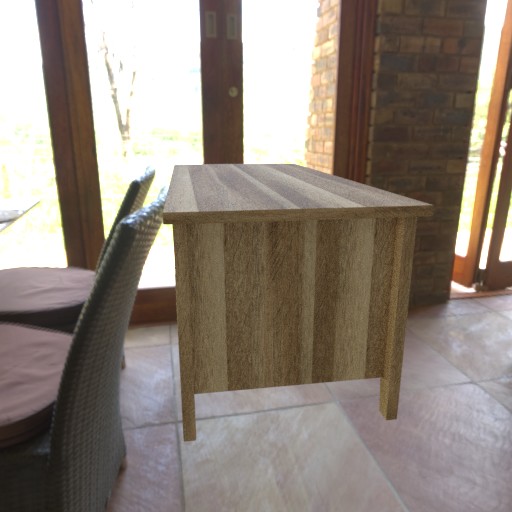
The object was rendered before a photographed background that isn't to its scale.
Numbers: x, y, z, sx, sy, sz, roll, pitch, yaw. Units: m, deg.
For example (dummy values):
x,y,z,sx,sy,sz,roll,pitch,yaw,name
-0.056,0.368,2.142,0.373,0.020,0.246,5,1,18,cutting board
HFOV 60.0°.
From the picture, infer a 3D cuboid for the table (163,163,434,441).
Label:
x,y,z,sx,sy,sz,roll,pitch,yaw,name
0.000,0.000,1.367,0.493,0.480,1.095,-2,16,-9,table
